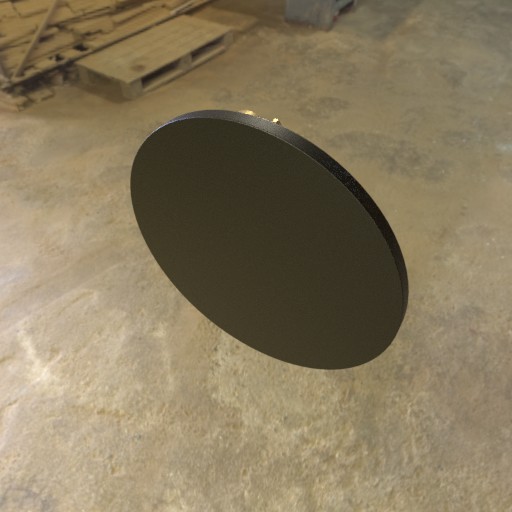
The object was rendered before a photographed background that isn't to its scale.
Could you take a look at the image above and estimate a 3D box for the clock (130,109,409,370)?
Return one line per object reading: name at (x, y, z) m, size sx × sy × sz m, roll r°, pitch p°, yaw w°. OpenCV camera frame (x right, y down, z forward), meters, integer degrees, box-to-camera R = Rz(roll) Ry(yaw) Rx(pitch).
clock at (0.000, 0.000, 0.666) m, size 0.454 × 0.454 × 0.038 m, roll 24°, pitch 51°, yaw 21°
